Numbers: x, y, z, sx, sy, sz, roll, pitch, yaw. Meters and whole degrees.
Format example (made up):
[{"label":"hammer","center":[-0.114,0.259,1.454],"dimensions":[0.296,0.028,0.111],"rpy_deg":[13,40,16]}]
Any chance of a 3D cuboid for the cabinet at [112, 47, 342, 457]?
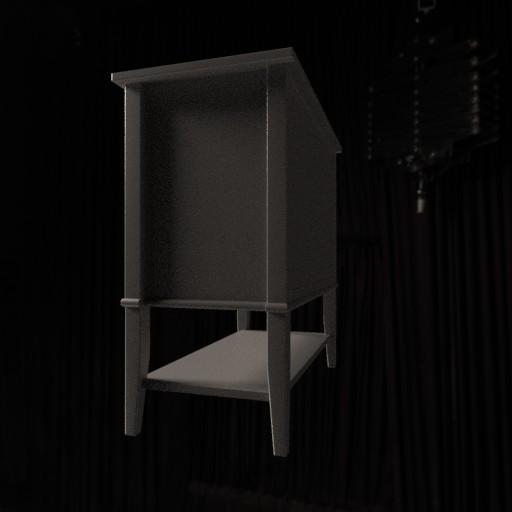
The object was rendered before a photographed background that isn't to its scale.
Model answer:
[{"label":"cabinet","center":[0.000,0.000,1.270],"dimensions":[0.396,0.780,0.801],"rpy_deg":[0,0,17]}]
